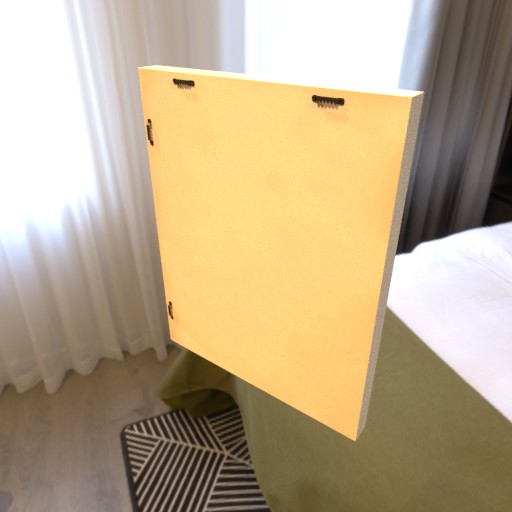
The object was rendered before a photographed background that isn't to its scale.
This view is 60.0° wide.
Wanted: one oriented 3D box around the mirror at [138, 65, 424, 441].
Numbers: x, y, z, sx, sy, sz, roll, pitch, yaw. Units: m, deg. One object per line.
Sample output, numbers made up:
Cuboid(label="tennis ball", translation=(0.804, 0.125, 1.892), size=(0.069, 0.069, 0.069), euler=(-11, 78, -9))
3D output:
Cuboid(label="mirror", translation=(0.000, 0.000, 0.676), size=(0.406, 0.509, 0.041), euler=(20, 35, 31))
